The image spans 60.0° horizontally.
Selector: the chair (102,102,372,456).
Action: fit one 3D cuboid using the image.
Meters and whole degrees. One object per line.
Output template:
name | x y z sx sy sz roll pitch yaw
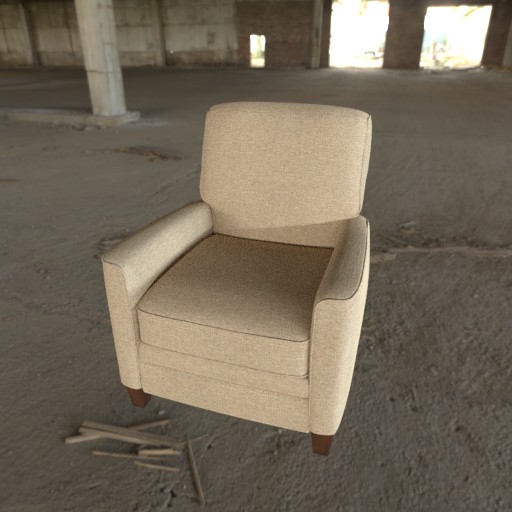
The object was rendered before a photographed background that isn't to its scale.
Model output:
chair | 0.000 0.000 1.682 0.841 1.028 0.858 8 27 16
